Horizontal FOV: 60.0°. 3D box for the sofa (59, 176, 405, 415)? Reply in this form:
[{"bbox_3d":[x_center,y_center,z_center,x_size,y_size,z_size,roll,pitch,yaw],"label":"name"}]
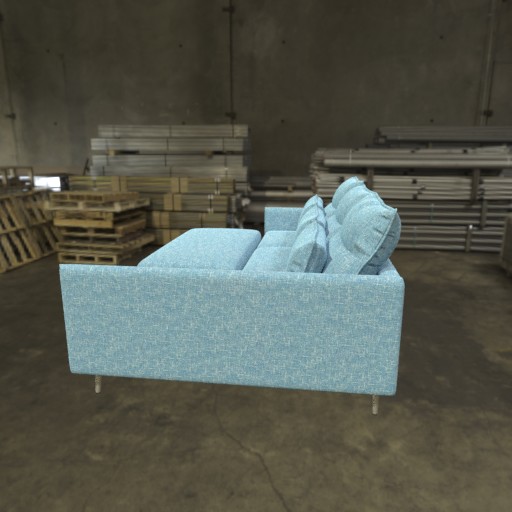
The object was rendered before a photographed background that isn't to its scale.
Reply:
[{"bbox_3d":[0.000,0.000,2.781,1.420,0.899,2.034,2,14,8],"label":"sofa"}]
